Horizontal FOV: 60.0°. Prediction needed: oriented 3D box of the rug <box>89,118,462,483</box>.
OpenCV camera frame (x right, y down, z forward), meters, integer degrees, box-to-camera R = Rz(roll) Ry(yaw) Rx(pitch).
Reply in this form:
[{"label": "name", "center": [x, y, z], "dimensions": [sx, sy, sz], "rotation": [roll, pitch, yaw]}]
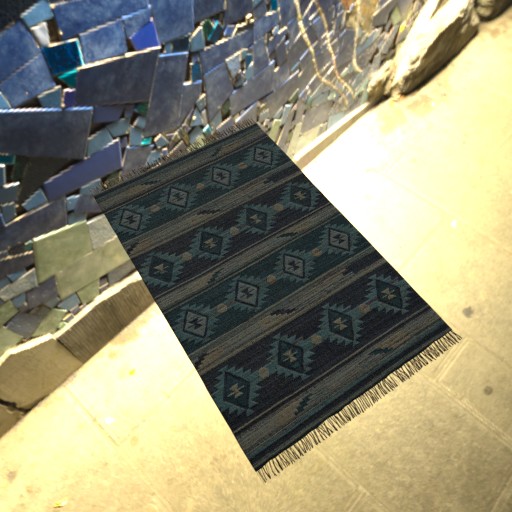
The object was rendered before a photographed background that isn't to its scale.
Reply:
[{"label": "rug", "center": [0.000, 0.000, 2.441], "dimensions": [1.181, 0.028, 1.936], "rotation": [-29, 62, -17]}]
